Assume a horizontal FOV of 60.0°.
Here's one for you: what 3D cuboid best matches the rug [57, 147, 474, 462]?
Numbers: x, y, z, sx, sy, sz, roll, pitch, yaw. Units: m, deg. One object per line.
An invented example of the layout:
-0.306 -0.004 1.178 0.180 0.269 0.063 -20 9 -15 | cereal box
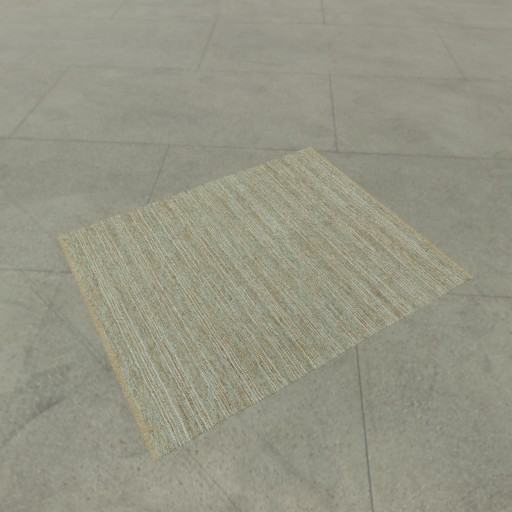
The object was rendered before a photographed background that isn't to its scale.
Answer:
0.000 0.000 4.117 3.034 0.012 2.471 -24 51 -21 | rug
